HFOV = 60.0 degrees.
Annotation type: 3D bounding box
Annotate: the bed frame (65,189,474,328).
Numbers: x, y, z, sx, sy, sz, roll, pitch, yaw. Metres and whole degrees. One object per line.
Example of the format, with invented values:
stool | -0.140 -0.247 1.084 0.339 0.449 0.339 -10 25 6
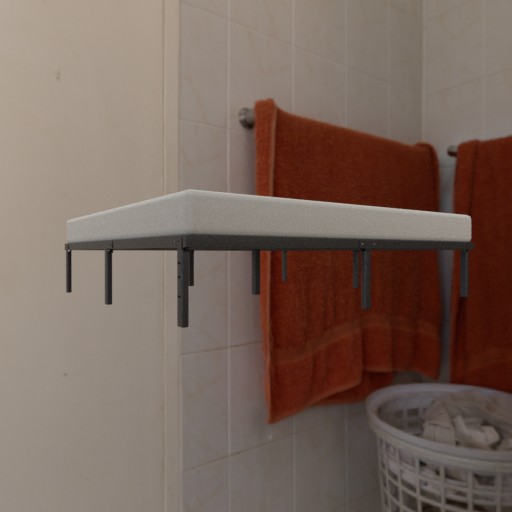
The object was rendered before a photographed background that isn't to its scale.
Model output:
bed frame | 0.000 0.000 3.913 2.635 0.680 2.526 0 0 -36
